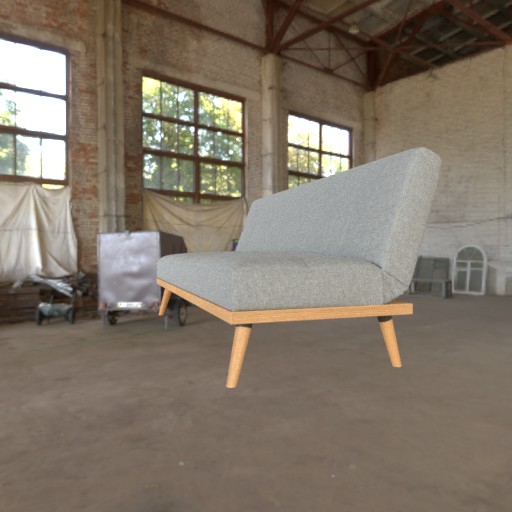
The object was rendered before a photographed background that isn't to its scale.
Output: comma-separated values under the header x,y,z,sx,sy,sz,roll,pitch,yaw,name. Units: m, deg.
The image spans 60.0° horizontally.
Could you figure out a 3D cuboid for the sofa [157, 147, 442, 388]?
x,y,z,sx,sy,sz,roll,pitch,yaw,name
0.000,0.000,2.298,0.800,0.800,1.820,0,1,-20,sofa
